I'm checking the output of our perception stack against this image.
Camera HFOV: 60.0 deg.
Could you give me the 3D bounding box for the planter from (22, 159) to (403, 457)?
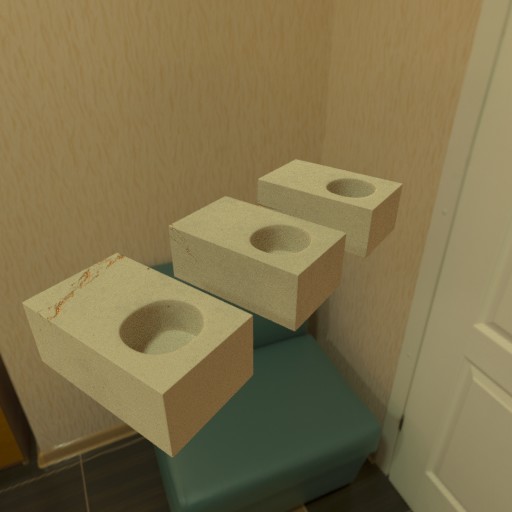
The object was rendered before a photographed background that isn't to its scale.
[{"bbox_3d":[0.000,0.000,0.378,0.127,0.051,0.333,21,37,30],"label":"planter"}]
